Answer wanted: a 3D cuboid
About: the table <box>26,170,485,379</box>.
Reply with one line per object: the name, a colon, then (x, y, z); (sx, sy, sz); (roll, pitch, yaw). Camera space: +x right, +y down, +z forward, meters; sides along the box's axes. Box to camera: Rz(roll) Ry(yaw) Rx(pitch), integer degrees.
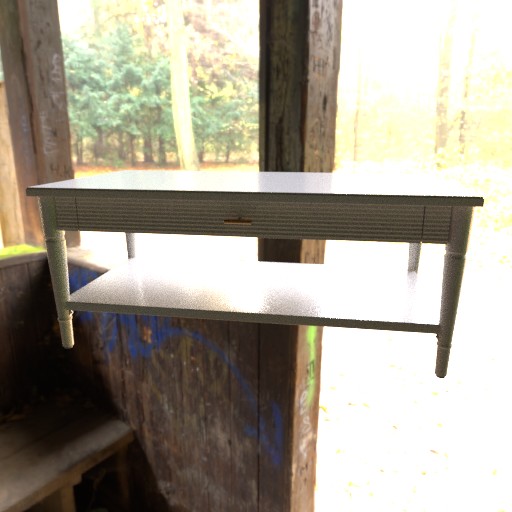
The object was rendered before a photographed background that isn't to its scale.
table: (0.000, 0.000, 1.341); (1.067, 0.457, 0.559); (2, 16, 9)
